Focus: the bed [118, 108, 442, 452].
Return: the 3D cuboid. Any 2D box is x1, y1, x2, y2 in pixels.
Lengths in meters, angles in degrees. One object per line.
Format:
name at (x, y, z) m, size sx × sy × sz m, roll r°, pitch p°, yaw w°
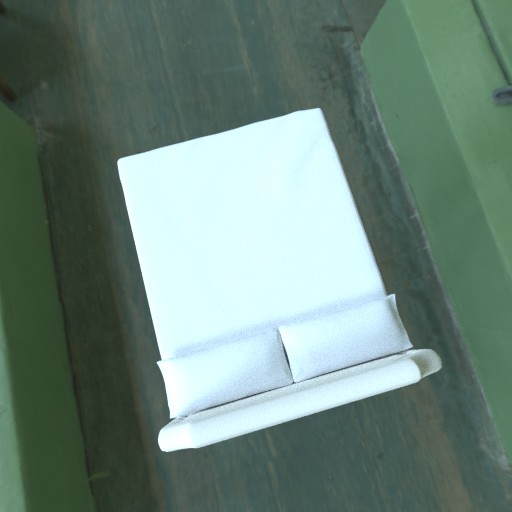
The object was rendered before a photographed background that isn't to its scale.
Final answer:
bed at (0.000, 0.000, 3.847) m, size 2.134 × 1.524 × 2.548 m, roll -15°, pitch 77°, yaw -4°
